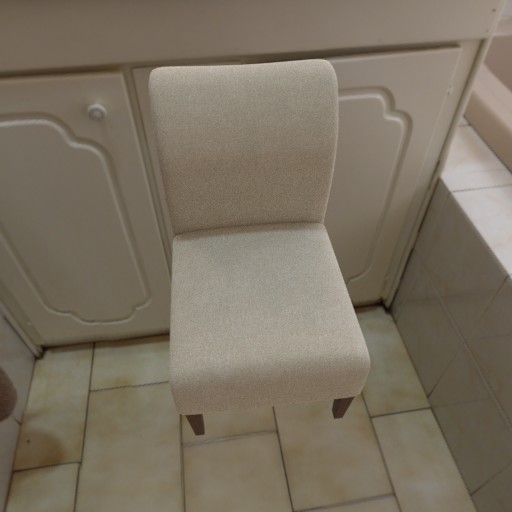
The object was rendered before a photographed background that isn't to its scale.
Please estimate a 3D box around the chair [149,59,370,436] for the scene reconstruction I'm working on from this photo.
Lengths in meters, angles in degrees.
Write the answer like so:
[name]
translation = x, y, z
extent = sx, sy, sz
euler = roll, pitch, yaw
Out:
[chair]
translation = 0.000, 0.000, 1.309
extent = 0.521, 0.833, 0.754
euler = -5, 48, -4
